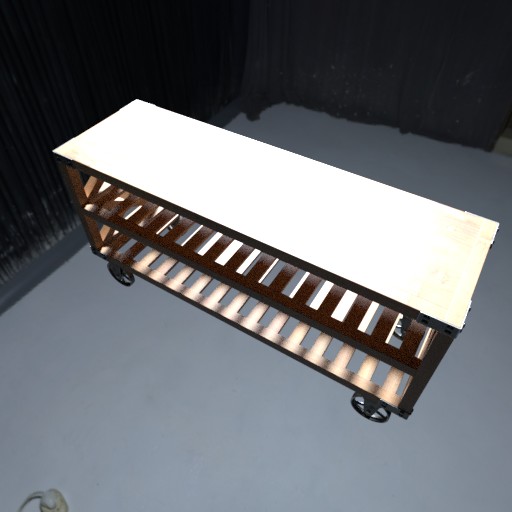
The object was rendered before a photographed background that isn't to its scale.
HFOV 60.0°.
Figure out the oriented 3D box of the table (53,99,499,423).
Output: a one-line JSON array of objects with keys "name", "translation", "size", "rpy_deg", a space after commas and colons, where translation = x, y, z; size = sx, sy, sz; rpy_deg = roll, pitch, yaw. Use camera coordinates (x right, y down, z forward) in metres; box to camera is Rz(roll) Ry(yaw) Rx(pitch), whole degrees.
[{"name": "table", "translation": [0.000, 0.000, 1.752], "size": [1.487, 0.711, 0.467], "rpy_deg": [24, 52, 21]}]
